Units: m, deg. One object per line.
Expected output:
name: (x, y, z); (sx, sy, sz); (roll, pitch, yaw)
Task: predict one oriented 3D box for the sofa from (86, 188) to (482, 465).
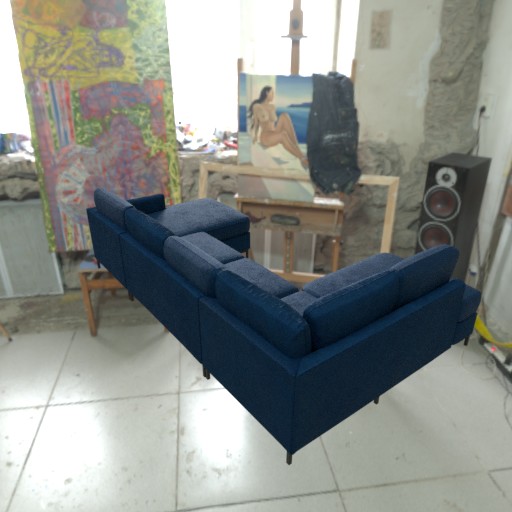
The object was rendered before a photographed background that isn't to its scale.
sofa: (0.000, 0.000, 4.256); (2.055, 0.992, 3.434); (-19, 32, -33)
